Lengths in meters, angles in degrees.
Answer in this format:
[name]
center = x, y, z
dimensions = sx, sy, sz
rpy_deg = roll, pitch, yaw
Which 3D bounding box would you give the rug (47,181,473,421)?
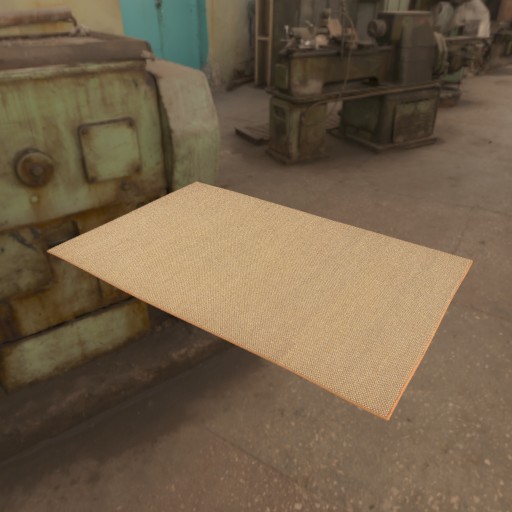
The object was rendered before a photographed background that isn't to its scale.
[rug]
center = 0.000, 0.000, 2.060
dimensions = 1.678, 0.013, 1.078
rpy_deg = 20, 37, 29
